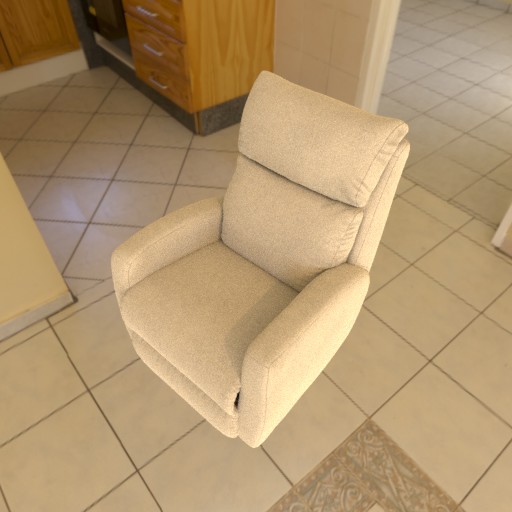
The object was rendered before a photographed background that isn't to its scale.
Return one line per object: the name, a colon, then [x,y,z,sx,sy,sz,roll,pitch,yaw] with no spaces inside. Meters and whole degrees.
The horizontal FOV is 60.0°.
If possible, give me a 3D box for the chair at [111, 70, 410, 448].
chair: [0.000,0.000,1.689,0.794,1.021,0.940,32,54,27]
